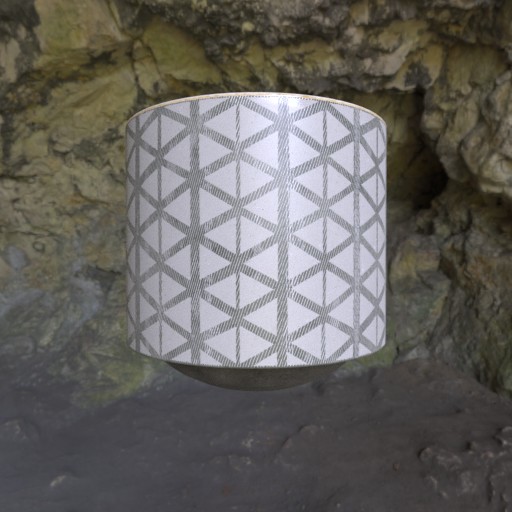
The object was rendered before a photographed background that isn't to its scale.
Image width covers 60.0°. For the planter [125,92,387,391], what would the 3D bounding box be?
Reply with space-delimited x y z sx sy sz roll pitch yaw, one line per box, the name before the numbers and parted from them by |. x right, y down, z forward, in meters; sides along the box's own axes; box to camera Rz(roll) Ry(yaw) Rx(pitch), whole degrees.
planter | 0.000 0.000 0.337 0.190 0.181 0.190 0 1 0
